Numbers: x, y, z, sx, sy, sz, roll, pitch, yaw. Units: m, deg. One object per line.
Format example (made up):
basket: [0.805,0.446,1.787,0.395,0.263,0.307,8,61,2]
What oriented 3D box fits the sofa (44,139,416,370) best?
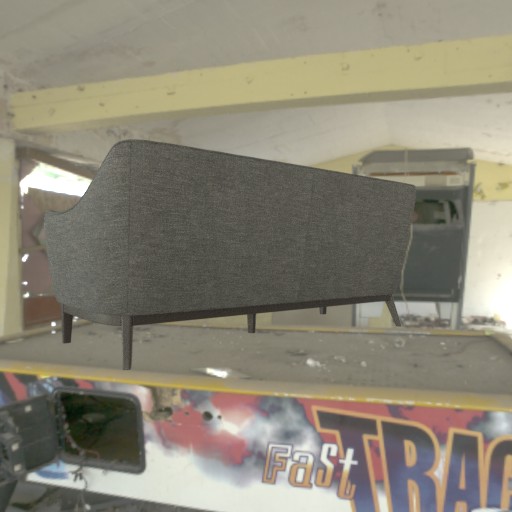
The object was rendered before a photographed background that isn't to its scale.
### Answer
sofa: [0.000,0.000,2.359,1.928,0.829,0.867,0,0,-37]
